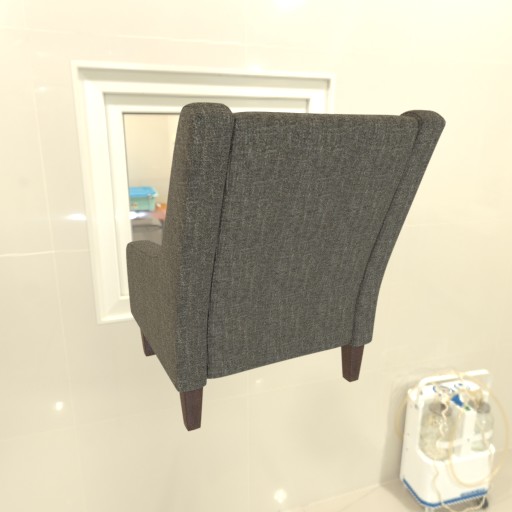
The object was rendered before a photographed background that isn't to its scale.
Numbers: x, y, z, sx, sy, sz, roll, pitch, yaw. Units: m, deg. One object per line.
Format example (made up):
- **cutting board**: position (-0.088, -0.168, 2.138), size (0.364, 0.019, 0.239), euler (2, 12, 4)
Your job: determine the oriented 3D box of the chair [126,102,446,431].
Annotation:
- **chair**: position (0.000, 0.000, 1.651), size (0.793, 1.012, 0.944), euler (-8, 17, -26)
